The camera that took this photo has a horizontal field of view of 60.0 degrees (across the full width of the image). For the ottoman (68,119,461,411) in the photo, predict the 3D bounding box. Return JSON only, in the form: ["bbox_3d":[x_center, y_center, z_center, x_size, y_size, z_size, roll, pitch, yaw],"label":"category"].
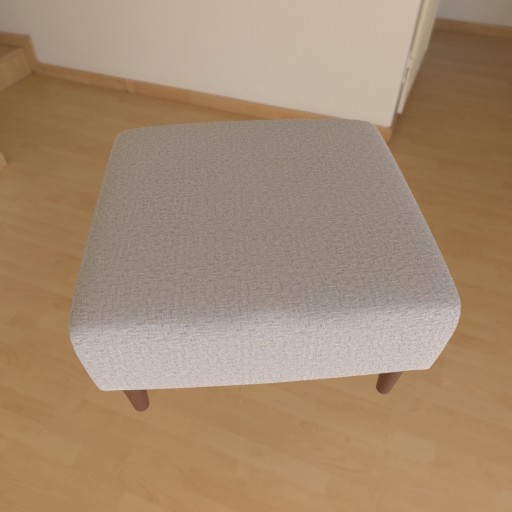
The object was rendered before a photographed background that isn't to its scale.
[{"bbox_3d":[0.000,0.000,1.039,0.655,0.399,0.648,-3,47,-3],"label":"ottoman"}]
